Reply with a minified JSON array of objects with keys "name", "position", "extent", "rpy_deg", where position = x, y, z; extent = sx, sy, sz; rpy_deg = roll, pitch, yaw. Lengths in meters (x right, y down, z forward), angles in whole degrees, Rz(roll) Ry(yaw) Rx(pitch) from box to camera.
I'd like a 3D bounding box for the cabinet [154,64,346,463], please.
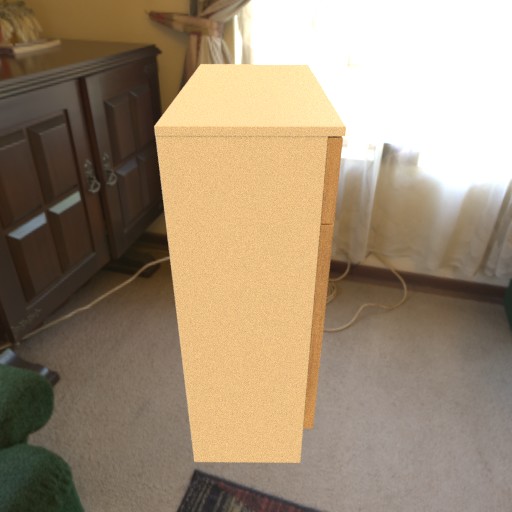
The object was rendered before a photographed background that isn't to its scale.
[{"name":"cabinet","position":[0.000,0.000,1.122],"extent":[0.296,0.815,0.600],"rpy_deg":[0,31,0]}]
